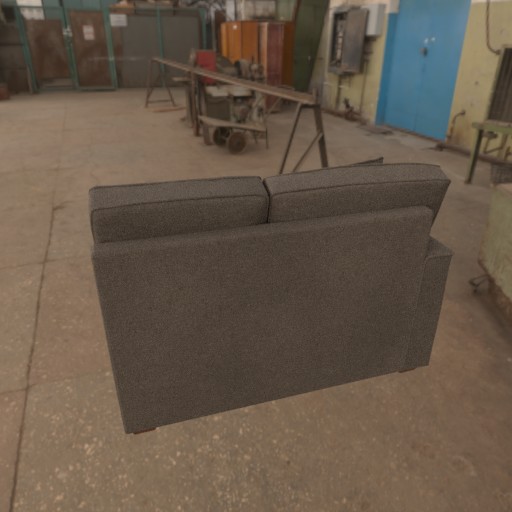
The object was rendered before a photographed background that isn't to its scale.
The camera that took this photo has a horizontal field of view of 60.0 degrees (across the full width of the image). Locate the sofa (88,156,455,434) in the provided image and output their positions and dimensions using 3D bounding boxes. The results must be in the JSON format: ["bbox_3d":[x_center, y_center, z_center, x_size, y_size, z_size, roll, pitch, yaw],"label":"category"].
[{"bbox_3d":[0.000,0.000,2.071,1.388,0.989,0.991,-8,28,-15],"label":"sofa"}]
